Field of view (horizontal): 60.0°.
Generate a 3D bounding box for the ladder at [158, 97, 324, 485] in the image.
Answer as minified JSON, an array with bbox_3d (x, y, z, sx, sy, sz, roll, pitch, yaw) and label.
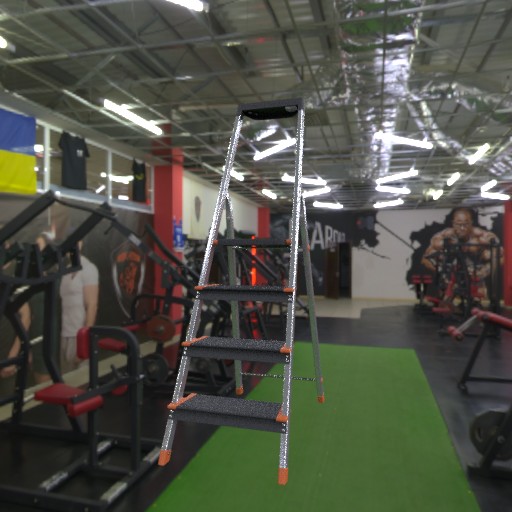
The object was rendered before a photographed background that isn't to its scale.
[{"bbox_3d":[0.000,0.000,1.846,0.452,1.429,0.834,0,1,17],"label":"ladder"}]
